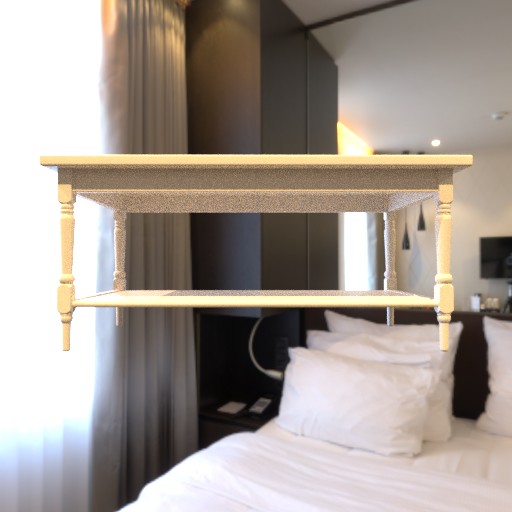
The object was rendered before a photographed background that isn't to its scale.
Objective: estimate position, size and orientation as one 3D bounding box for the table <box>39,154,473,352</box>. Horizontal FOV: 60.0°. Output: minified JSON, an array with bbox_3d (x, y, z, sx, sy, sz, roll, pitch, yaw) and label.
[{"bbox_3d":[0.000,0.000,1.402,1.107,0.510,0.550,0,-1,0],"label":"table"}]
